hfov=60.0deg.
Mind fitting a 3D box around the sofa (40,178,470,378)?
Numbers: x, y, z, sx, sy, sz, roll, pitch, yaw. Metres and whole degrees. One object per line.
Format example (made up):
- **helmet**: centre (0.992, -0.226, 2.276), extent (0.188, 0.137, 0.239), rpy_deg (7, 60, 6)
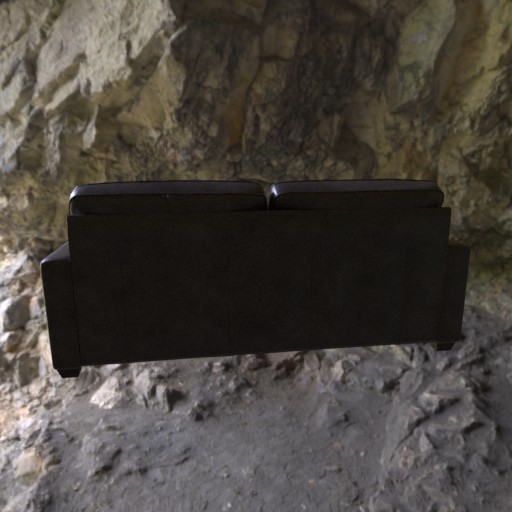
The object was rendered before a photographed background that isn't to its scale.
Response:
- **sofa**: centre (0.000, 0.000, 2.546), extent (2.081, 0.916, 0.939), rpy_deg (-2, 14, -8)
